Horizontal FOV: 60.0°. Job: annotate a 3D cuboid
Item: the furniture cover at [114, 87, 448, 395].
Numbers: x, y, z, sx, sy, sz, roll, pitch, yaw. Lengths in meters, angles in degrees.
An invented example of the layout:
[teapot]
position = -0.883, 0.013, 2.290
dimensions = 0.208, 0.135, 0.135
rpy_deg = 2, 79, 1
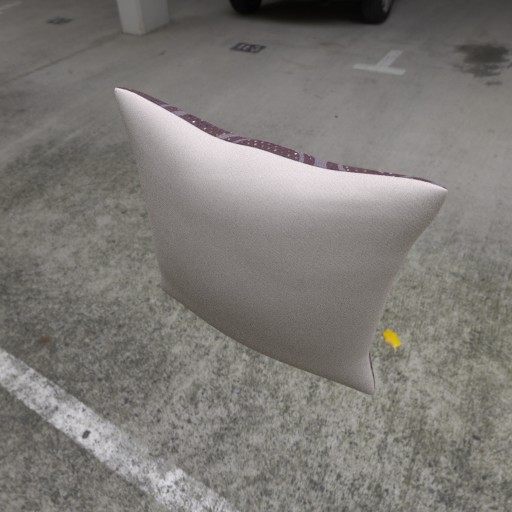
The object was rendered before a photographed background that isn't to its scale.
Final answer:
[furniture cover]
position = 0.000, 0.000, 0.813
dimensions = 0.552, 0.509, 0.193
rpy_deg = 23, 50, 22
